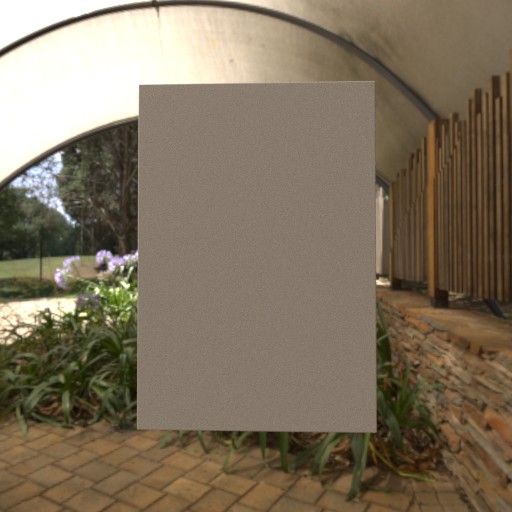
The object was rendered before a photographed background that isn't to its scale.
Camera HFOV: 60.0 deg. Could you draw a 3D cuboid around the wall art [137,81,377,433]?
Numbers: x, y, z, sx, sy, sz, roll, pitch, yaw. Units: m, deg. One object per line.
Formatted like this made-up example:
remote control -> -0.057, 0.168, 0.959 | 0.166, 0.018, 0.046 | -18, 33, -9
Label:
wall art -> 0.000, 0.000, 1.045 | 0.556, 0.813, 0.026 | 0, -1, 2
